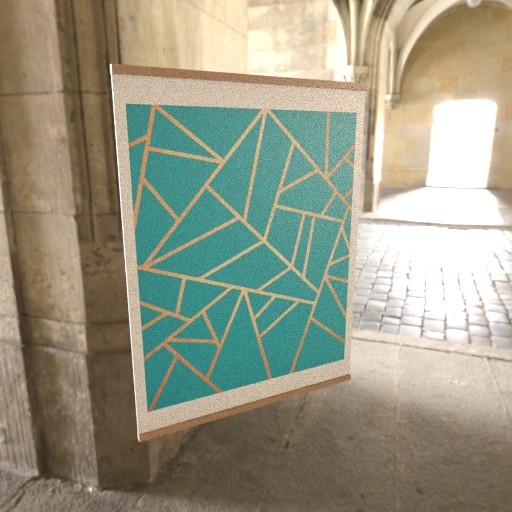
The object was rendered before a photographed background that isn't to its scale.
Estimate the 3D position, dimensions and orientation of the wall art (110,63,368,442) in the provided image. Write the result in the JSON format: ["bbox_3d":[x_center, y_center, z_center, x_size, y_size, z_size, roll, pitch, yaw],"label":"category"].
[{"bbox_3d":[0.000,0.000,0.798,0.459,0.608,0.012,-7,16,-26],"label":"wall art"}]
